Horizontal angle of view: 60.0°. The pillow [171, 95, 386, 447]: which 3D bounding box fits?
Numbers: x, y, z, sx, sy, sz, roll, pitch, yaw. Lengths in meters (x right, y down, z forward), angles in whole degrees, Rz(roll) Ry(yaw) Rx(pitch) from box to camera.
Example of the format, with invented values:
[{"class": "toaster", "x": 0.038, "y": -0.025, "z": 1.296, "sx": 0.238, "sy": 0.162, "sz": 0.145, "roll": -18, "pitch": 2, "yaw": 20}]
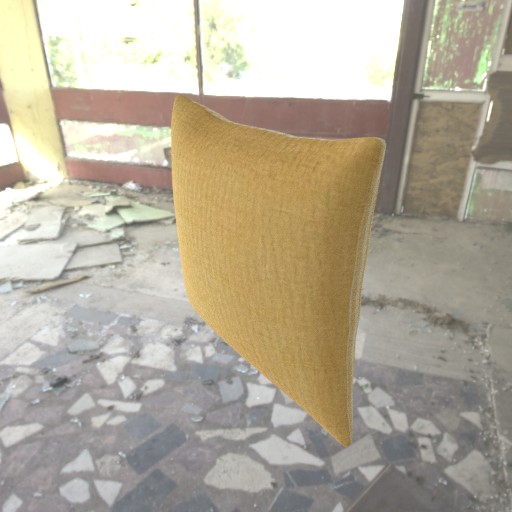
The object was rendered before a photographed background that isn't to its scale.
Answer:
[{"class": "pillow", "x": 0.000, "y": 0.000, "z": 0.648, "sx": 0.173, "sy": 0.407, "sz": 0.419, "roll": -18, "pitch": 32, "yaw": -32}]
